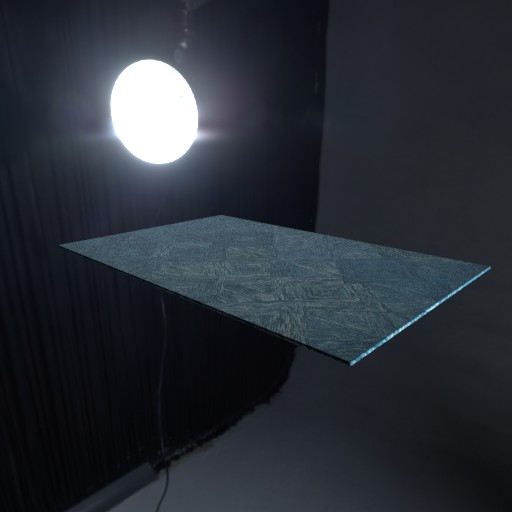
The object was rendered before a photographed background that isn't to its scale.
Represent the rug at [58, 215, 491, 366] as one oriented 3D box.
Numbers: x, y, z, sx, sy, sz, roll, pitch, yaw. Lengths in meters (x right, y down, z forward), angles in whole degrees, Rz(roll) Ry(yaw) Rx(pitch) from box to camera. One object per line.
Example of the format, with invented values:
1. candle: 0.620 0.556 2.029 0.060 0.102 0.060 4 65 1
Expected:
1. rug: 0.000 0.000 2.758 2.277 0.015 1.490 15 22 41
